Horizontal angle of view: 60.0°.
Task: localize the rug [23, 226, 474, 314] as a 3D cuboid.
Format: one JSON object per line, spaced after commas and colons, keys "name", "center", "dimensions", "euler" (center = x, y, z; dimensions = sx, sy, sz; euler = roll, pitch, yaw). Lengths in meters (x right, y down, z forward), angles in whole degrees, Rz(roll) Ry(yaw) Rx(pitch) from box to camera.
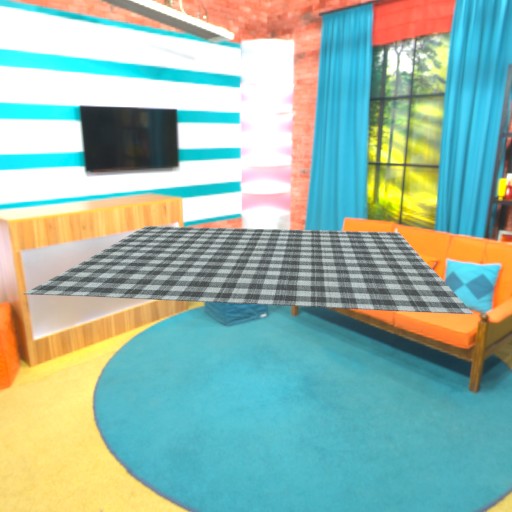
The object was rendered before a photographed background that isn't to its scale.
{"name": "rug", "center": [0.000, 0.000, 4.093], "dimensions": [3.021, 0.013, 2.432], "euler": [2, 15, 7]}
